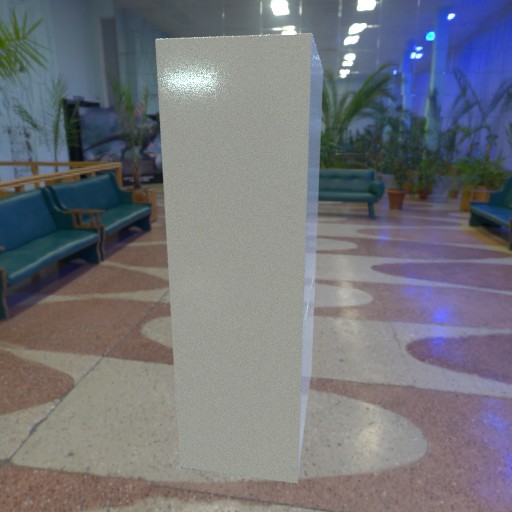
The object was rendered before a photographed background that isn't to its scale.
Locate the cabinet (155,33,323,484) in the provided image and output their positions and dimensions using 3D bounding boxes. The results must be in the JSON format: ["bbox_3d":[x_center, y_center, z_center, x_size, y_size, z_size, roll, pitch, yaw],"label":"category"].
[{"bbox_3d":[0.000,0.000,2.321,0.580,1.920,0.980,3,16,10],"label":"cabinet"}]
